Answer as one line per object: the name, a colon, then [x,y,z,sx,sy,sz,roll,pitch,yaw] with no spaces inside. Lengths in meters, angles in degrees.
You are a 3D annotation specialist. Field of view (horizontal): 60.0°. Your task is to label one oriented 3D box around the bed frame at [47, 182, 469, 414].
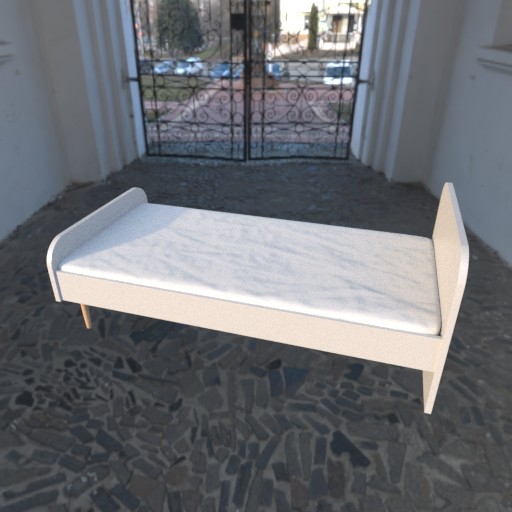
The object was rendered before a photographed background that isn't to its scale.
bed frame: [0.000,0.000,2.488,1.963,0.805,0.998,8,30,15]
